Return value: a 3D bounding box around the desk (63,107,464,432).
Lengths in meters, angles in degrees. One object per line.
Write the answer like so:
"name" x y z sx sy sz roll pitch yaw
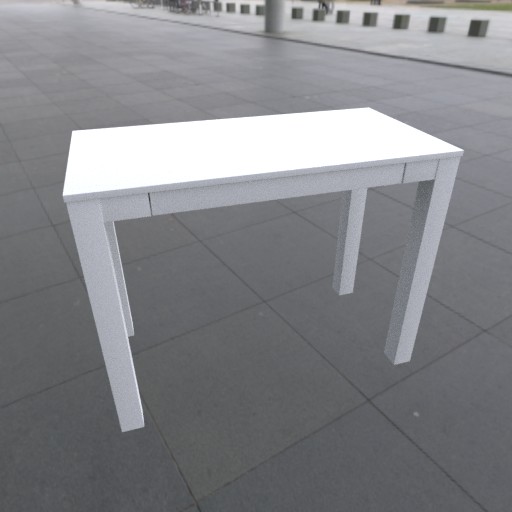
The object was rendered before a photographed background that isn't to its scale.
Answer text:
"desk" 0.000 0.000 1.441 0.990 0.762 0.497 -9 33 -15
